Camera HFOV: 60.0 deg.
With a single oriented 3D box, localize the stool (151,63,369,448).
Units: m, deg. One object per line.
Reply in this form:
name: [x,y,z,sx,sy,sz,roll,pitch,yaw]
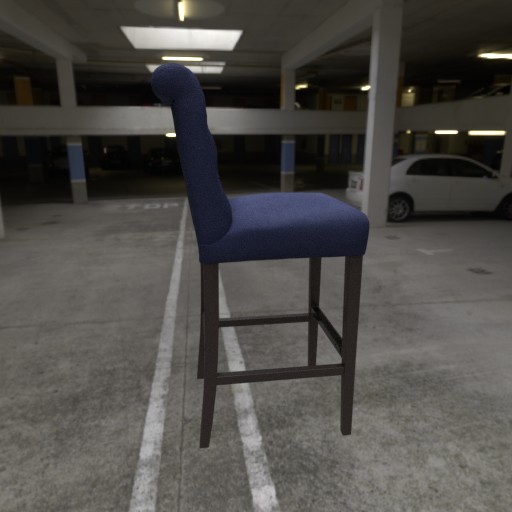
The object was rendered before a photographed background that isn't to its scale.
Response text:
stool: [0.000,0.000,1.492,0.601,1.140,0.493,-2,16,-8]
